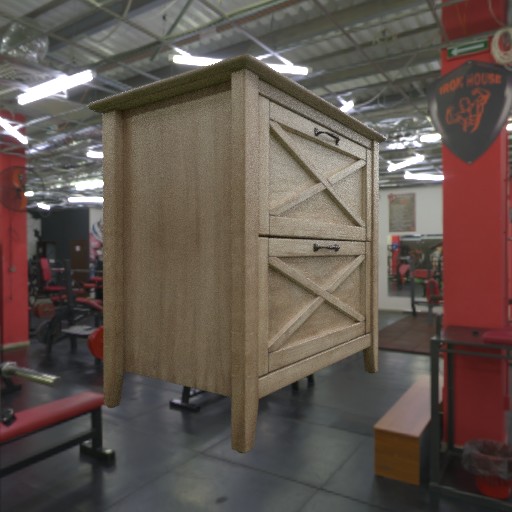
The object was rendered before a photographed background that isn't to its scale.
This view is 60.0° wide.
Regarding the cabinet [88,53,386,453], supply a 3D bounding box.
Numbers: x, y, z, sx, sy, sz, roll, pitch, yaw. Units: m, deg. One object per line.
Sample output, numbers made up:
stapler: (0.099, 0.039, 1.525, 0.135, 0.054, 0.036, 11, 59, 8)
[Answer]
cabinet: (0.000, 0.000, 1.275, 0.503, 0.762, 0.763, 1, 1, 35)
